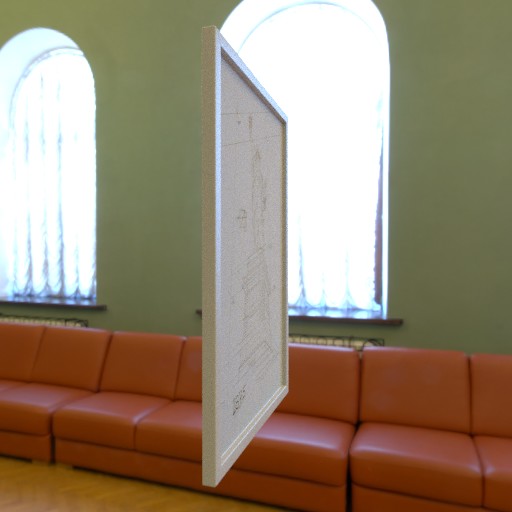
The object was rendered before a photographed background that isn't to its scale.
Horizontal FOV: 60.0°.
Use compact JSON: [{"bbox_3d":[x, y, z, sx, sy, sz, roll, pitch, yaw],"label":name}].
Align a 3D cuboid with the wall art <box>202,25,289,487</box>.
[{"bbox_3d":[0.000,0.000,1.047,0.026,0.813,0.556,0,1,18],"label":"wall art"}]
